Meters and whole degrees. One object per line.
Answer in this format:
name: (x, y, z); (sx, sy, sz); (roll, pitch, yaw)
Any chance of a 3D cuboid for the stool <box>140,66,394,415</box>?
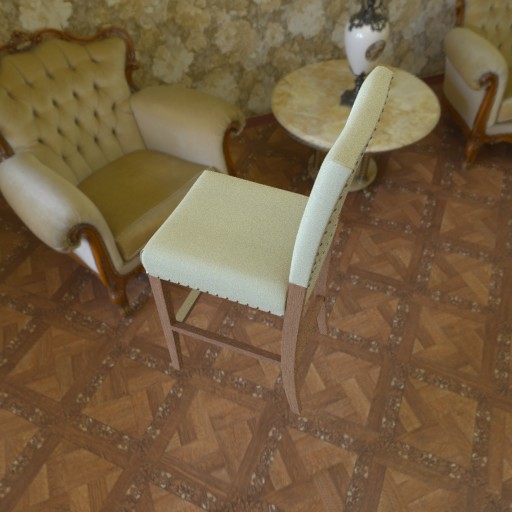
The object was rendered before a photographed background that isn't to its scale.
stool: (0.000, 0.000, 1.458); (0.584, 1.168, 0.445); (17, 50, 15)
